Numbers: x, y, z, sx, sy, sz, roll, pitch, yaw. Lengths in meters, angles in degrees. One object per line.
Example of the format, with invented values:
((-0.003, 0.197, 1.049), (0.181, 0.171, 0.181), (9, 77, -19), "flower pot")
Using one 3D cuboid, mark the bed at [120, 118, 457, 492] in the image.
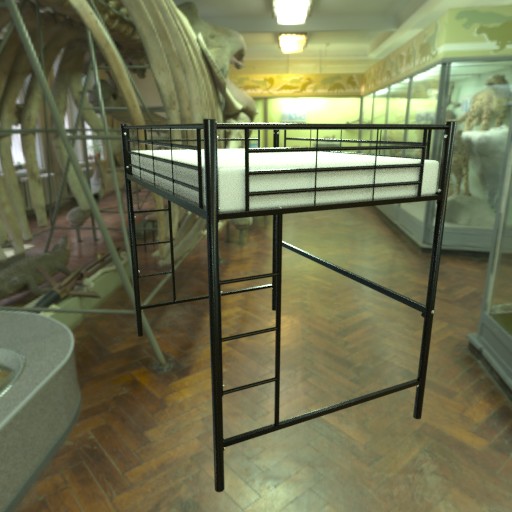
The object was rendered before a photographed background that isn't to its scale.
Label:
((0.000, 0.000, 3.132), (1.397, 1.803, 1.994), (-8, 18, -25), "bed")
